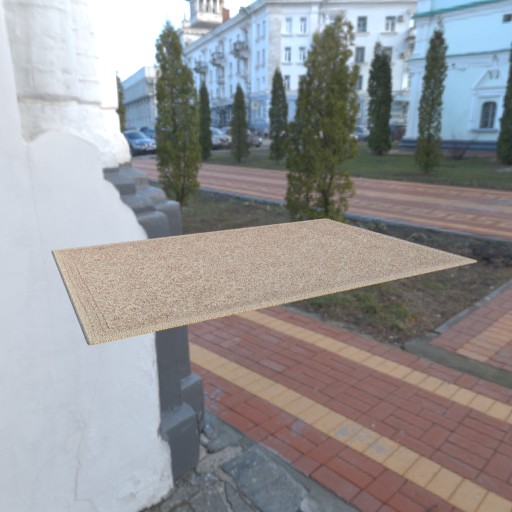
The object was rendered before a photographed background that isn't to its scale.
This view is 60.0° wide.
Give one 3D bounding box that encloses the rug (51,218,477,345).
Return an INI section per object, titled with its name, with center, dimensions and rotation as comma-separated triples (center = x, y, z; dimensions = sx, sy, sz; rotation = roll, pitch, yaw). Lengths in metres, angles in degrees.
[rug]
center = 0.000, 0.000, 2.277
dimensions = 1.829, 0.010, 1.219
rotation = -9, 18, -28
